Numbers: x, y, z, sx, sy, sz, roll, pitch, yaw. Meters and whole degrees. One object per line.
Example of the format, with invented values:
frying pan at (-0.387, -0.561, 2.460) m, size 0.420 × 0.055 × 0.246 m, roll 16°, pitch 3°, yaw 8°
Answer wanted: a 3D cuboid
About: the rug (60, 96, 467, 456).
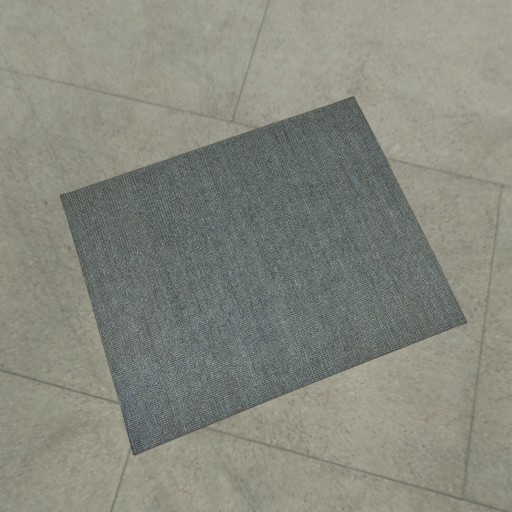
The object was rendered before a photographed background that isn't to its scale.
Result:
rug at (0.000, 0.000, 4.053) m, size 3.068 × 0.021 × 2.456 m, roll -20°, pitch 76°, yaw -5°
